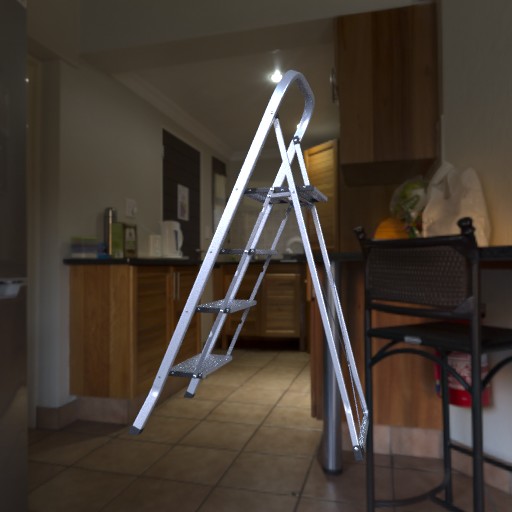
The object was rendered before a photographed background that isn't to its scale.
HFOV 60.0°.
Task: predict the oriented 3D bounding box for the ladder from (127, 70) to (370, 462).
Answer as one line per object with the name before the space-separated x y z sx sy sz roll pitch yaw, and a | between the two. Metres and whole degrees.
ladder | 0.000 0.000 1.703 0.830 1.290 0.465 0 0 18
